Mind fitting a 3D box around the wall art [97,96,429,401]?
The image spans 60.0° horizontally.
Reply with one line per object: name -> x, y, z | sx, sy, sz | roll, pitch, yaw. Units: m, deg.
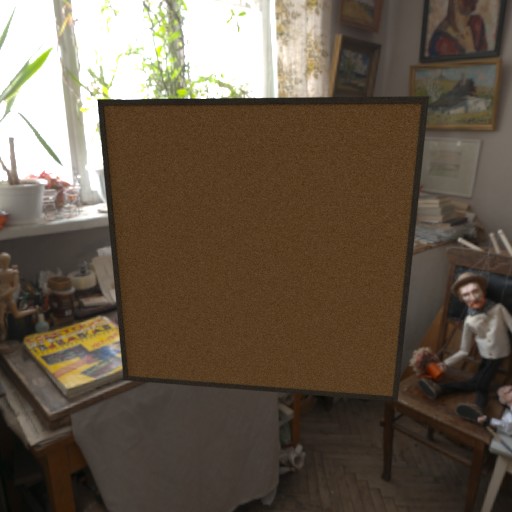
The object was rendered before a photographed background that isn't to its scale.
wall art -> 0.000, 0.000, 1.129 | 0.758, 0.758, 0.039 | 2, 16, 7
